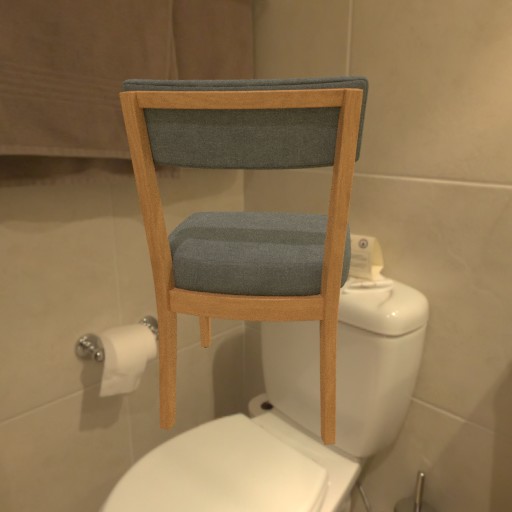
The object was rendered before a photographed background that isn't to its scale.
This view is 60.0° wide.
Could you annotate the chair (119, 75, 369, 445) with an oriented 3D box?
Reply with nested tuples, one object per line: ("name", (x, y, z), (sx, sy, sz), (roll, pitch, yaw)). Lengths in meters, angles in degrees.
("chair", (0.000, 0.000, 1.170), (0.508, 0.832, 0.572), (2, 16, 8))
